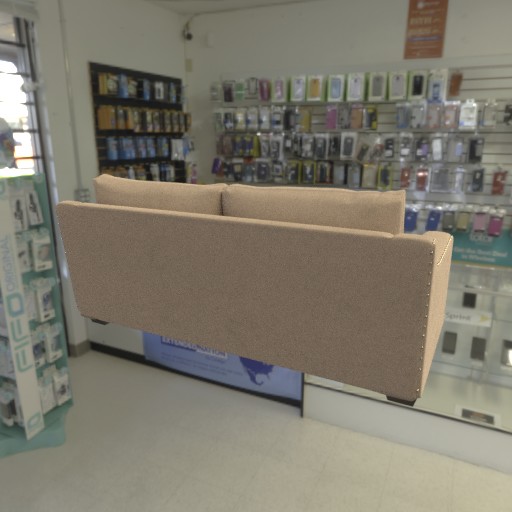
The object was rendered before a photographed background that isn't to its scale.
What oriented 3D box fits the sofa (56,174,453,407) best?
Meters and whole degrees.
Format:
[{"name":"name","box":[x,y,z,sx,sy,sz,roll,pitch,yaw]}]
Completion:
[{"name":"sofa","box":[0.000,0.000,2.509,1.967,0.901,1.030,8,17,27]}]
